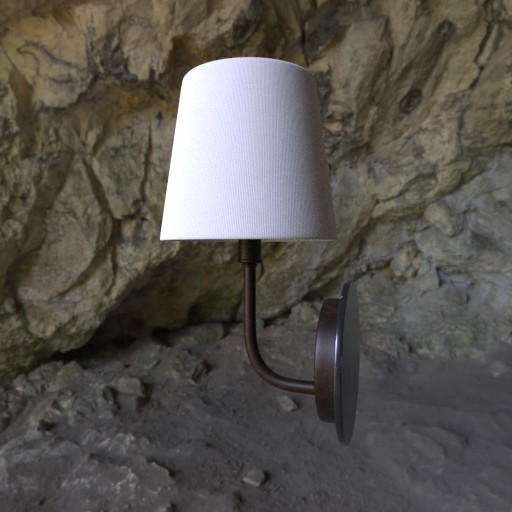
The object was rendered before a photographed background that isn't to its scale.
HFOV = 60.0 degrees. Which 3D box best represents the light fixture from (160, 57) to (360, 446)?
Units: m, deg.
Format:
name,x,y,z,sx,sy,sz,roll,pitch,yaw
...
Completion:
name,x,y,z,sx,sy,sz,roll,pitch,yaw
light fixture,0.000,0.000,0.436,0.188,0.337,0.168,0,1,19
